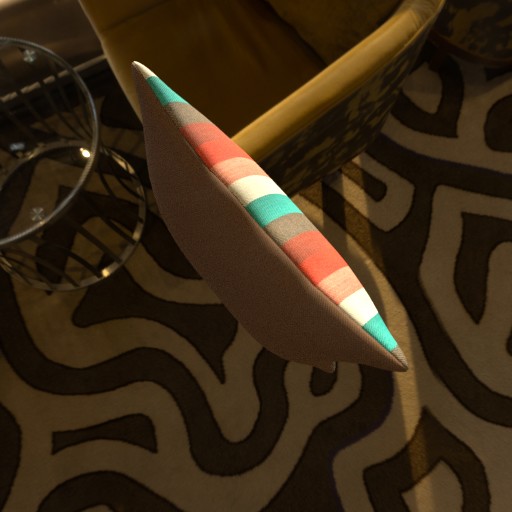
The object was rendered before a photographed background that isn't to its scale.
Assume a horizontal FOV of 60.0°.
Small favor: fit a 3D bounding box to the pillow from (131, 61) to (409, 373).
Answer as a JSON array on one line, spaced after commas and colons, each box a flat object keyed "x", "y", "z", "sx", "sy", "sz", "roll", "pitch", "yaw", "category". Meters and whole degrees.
[{"x": 0.000, "y": 0.000, "z": 0.683, "sx": 0.168, "sy": 0.443, "sz": 0.453, "roll": -39, "pitch": 78, "yaw": -9, "category": "pillow"}]
